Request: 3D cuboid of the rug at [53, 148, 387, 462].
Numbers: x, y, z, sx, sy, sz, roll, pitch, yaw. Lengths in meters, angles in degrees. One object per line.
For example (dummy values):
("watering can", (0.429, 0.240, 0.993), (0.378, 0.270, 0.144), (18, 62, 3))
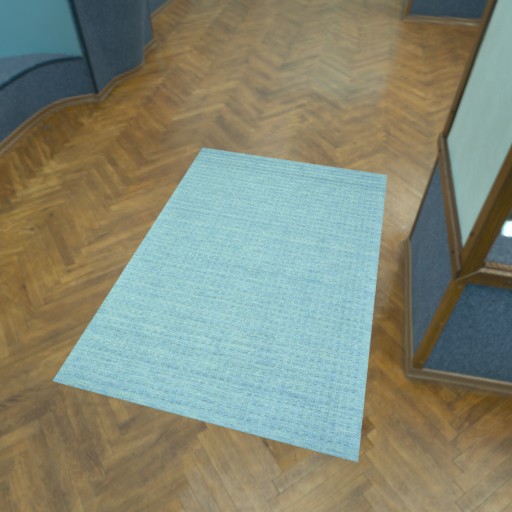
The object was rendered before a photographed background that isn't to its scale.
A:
("rug", (0.000, 0.000, 3.698), (1.982, 0.006, 2.895), (11, 47, 10))
